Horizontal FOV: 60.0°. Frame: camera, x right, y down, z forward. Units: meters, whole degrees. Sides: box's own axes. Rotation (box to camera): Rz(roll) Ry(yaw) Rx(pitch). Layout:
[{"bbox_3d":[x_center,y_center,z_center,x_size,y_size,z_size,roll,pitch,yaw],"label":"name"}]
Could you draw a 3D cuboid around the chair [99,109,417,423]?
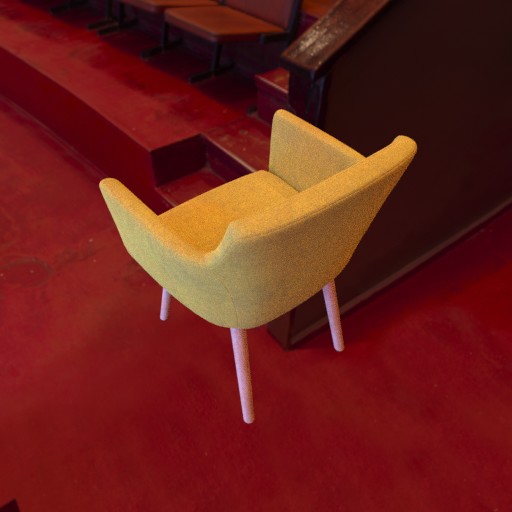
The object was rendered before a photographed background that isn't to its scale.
[{"bbox_3d":[0.000,0.000,1.189,0.570,0.780,0.570,-30,52,-27],"label":"chair"}]
